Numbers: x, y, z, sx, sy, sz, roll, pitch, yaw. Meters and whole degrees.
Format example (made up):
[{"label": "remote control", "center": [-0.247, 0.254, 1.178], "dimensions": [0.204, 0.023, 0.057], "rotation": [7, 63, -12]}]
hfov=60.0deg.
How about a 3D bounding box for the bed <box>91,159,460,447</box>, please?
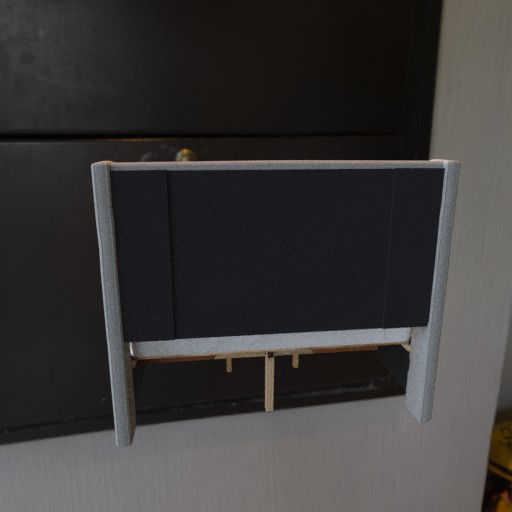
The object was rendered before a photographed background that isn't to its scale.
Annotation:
[{"label": "bed", "center": [0.000, 0.000, 3.335], "dimensions": [1.774, 1.491, 2.222], "rotation": [-2, 15, -7]}]
